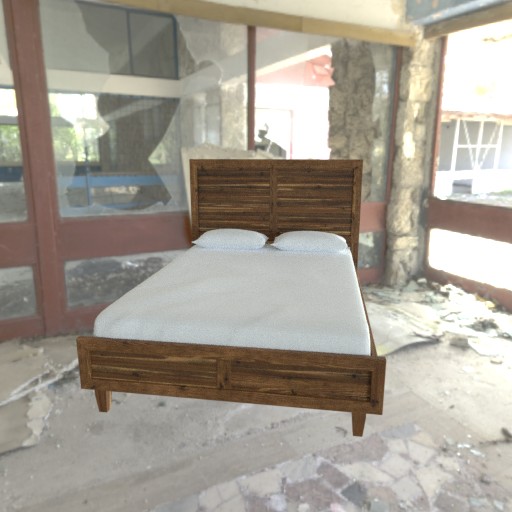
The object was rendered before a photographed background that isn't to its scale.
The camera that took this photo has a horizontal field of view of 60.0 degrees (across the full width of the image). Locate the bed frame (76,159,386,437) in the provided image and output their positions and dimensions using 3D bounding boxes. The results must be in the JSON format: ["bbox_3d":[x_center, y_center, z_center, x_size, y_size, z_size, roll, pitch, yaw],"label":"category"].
[{"bbox_3d":[0.000,0.000,3.408,1.696,1.417,2.276,2,13,9],"label":"bed frame"}]
